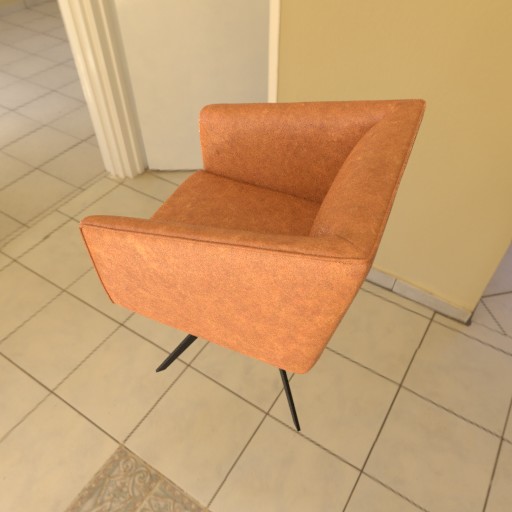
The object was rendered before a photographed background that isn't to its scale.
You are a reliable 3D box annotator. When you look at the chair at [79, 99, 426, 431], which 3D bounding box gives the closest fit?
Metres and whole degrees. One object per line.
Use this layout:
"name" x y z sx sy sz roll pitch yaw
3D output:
"chair" 0.000 0.000 1.199 0.625 0.760 0.588 17 48 16
